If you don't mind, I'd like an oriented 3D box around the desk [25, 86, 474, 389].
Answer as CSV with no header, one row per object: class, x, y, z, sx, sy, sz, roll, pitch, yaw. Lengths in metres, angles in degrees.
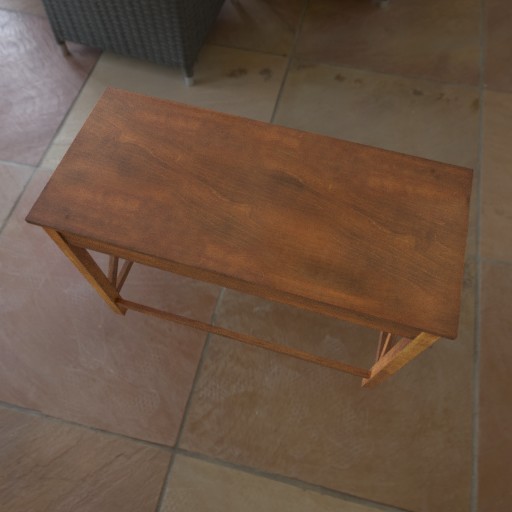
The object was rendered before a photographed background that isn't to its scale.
desk,0.000,0.000,1.540,1.117,0.762,0.508,15,64,7
